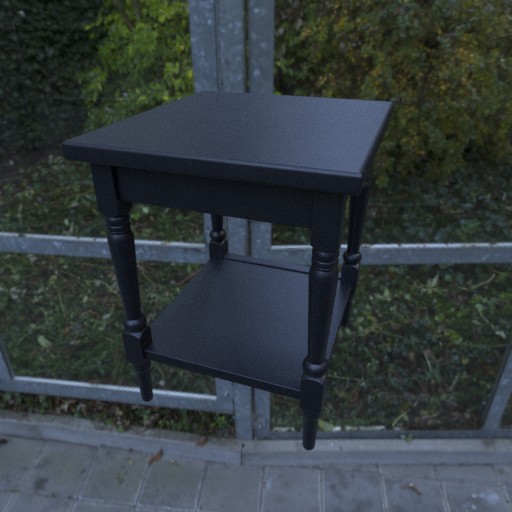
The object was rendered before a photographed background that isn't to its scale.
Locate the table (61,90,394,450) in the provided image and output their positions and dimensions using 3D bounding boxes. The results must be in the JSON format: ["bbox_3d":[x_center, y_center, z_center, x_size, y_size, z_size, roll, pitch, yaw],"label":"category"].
[{"bbox_3d":[0.000,0.000,0.929,0.442,0.565,0.488,10,31,17],"label":"table"}]
